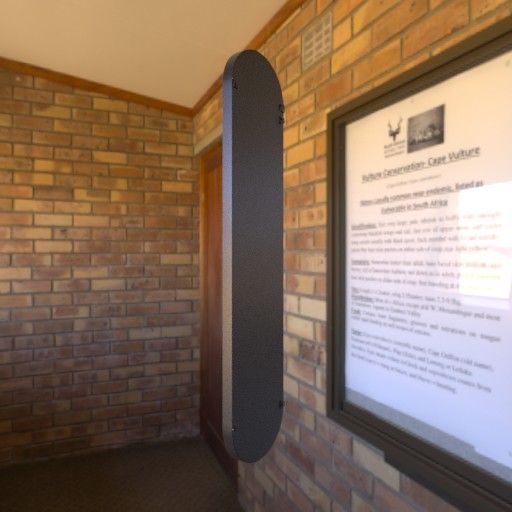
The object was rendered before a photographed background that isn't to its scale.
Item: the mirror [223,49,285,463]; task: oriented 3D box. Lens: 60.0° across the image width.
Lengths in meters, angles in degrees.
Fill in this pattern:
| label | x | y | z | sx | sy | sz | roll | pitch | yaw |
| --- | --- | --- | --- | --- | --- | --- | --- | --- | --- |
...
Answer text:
| label | x | y | z | sx | sy | sz | roll | pitch | yaw |
| --- | --- | --- | --- | --- | --- | --- | --- | --- | --- |
| mirror | 0.000 | 0.000 | 1.086 | 0.032 | 0.991 | 0.222 | 0 | 0 | 35 |
